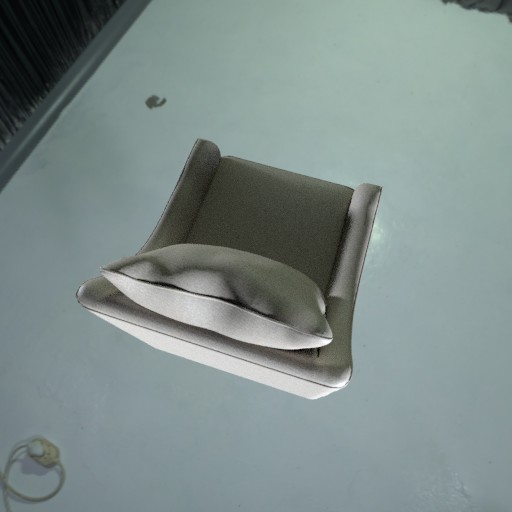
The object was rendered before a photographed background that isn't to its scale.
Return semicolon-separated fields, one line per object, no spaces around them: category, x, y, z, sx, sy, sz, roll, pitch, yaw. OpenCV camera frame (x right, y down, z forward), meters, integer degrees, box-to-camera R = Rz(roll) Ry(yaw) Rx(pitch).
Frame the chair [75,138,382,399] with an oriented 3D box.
chair;0.000;0.000;1.604;0.760;0.942;0.876;16;66;8
